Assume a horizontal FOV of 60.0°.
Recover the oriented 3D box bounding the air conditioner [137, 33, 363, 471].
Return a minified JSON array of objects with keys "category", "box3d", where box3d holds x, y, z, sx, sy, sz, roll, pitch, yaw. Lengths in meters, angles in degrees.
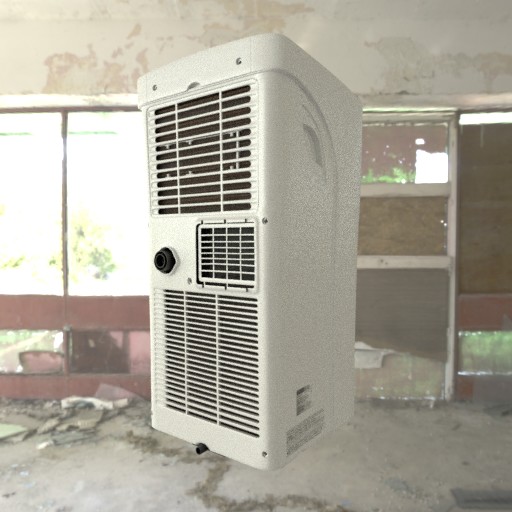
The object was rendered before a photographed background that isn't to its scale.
[{"category":"air conditioner","box3d":[0.000,0.000,0.917,0.352,0.716,0.369,2,3,37]}]
